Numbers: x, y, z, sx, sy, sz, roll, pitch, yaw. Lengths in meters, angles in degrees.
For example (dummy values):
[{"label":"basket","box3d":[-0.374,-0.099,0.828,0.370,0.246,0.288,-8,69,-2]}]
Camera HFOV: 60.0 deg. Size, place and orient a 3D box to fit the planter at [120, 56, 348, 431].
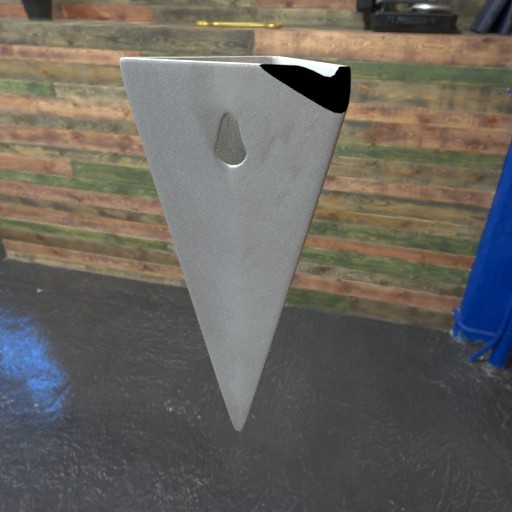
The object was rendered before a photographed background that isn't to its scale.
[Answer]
[{"label":"planter","box3d":[0.000,0.000,0.154,0.058,0.130,0.047,9,32,14]}]
